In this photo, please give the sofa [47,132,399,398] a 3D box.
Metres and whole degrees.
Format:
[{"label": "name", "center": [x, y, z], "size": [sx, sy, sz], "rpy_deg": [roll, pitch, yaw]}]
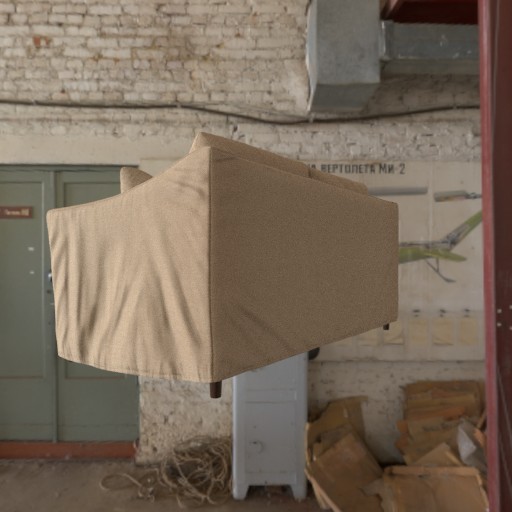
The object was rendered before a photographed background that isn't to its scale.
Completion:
[{"label": "sofa", "center": [0.000, 0.000, 2.588], "size": [1.072, 1.018, 2.010], "rpy_deg": [0, 0, 35]}]
